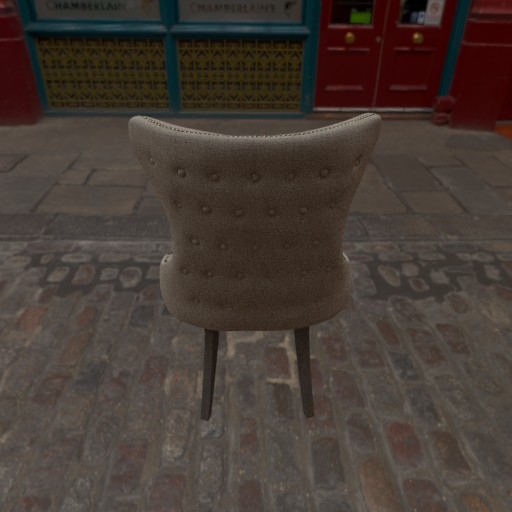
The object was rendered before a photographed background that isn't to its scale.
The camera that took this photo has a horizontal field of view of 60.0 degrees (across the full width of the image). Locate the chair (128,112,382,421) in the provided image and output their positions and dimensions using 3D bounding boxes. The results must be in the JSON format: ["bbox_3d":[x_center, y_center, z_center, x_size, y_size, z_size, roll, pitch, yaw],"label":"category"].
[{"bbox_3d":[0.000,0.000,1.411,0.628,0.967,0.635,-1,31,-2],"label":"chair"}]
